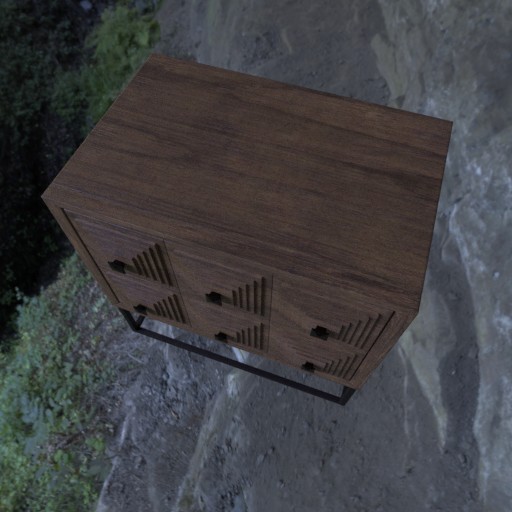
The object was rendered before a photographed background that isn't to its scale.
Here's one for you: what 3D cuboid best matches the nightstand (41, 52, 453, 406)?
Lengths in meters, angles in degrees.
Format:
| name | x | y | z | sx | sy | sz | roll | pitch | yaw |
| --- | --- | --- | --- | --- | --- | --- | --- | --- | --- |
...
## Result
| name | x | y | z | sx | sy | sz | roll | pitch | yaw |
| --- | --- | --- | --- | --- | --- | --- | --- | --- | --- |
| nightstand | 0.000 | 0.000 | 1.016 | 0.610 | 0.610 | 0.437 | 17 | 60 | 10 |
